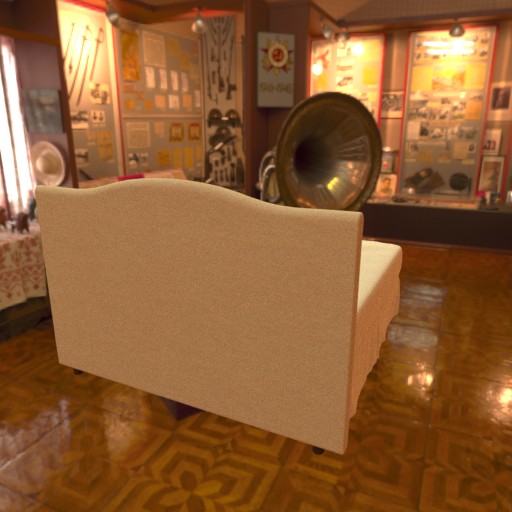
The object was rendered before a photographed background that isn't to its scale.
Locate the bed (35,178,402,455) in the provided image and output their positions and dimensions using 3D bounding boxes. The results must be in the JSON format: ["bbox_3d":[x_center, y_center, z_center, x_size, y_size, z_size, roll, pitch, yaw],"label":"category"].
[{"bbox_3d":[0.000,0.000,3.469,2.083,1.421,2.182,8,18,25],"label":"bed"}]
